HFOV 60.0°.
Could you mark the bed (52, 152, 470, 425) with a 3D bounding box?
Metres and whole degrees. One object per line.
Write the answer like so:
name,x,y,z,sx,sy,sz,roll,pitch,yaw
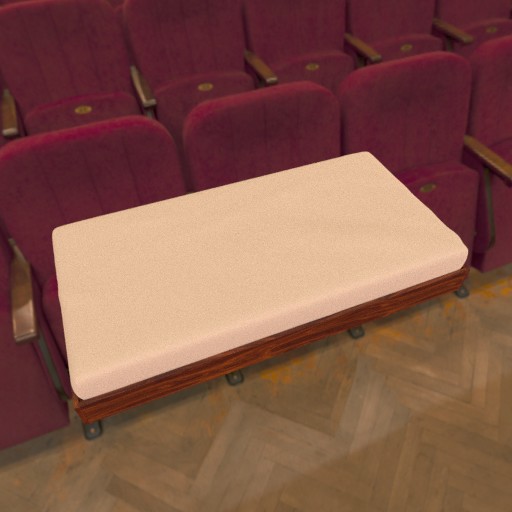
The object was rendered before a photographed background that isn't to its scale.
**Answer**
bed,0.000,0.000,2.202,1.860,0.312,0.940,-16,49,-15
